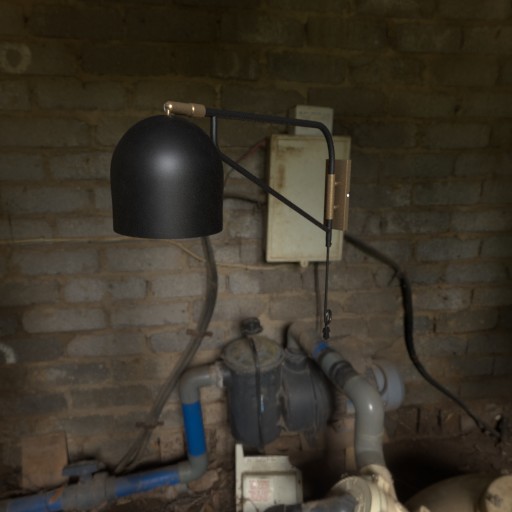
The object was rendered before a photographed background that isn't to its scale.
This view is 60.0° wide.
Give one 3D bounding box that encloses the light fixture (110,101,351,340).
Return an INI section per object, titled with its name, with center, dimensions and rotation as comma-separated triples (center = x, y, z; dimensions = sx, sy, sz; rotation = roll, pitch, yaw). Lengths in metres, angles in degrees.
[light fixture]
center = 0.000, 0.000, 1.090
dimensions = 0.215, 0.696, 0.720
rotation = 14, 20, 41
